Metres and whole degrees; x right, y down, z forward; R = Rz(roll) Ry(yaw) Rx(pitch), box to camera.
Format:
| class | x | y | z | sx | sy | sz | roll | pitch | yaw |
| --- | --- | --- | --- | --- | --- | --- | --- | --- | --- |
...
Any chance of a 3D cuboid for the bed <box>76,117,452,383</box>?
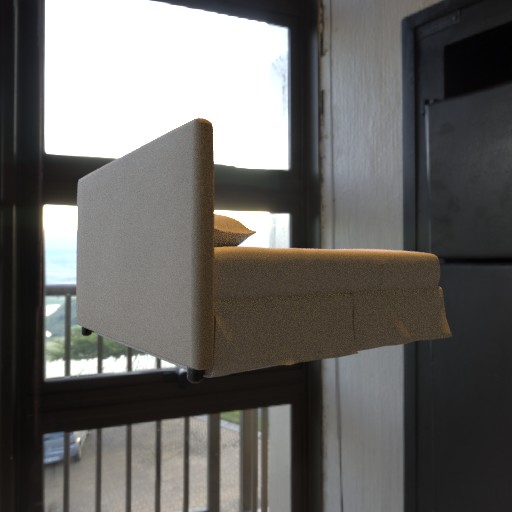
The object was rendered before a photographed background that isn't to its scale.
| class | x | y | z | sx | sy | sz | roll | pitch | yaw |
| --- | --- | --- | --- | --- | --- | --- | --- | --- | --- |
| bed | 0.000 | 0.000 | 3.625 | 2.319 | 1.317 | 2.119 | 1 | -1 | -37 |
